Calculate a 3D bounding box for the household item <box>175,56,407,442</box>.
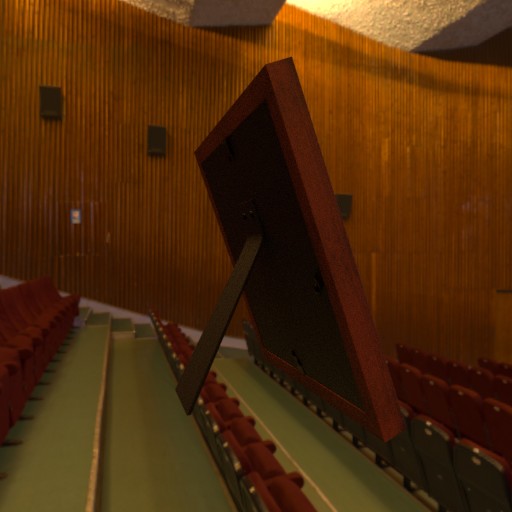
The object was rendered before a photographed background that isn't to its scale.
[{"bbox_3d":[0.000,0.000,0.384,0.131,0.240,0.240,0,0,-18],"label":"household item"}]
